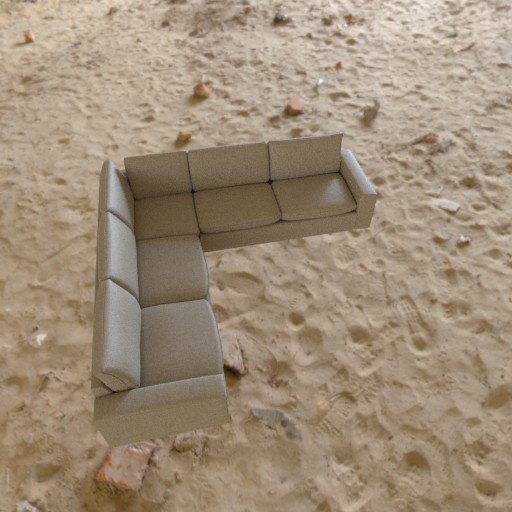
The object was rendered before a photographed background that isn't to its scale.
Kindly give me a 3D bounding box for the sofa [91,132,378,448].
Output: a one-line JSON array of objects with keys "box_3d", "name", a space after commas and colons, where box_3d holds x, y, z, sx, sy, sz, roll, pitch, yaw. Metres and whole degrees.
[{"box_3d": [0.000, 0.000, 4.024, 2.742, 0.800, 2.622, -9, 48, -8], "name": "sofa"}]
